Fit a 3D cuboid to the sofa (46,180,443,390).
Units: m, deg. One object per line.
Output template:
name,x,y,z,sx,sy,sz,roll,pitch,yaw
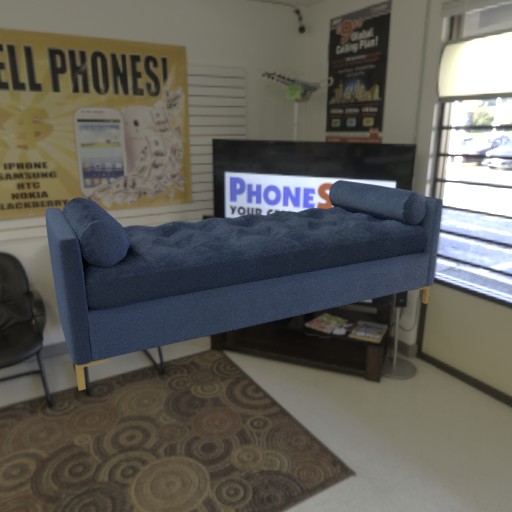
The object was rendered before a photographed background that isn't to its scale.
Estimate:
sofa,0.000,0.000,2.526,2.102,0.705,0.796,-8,18,-27
